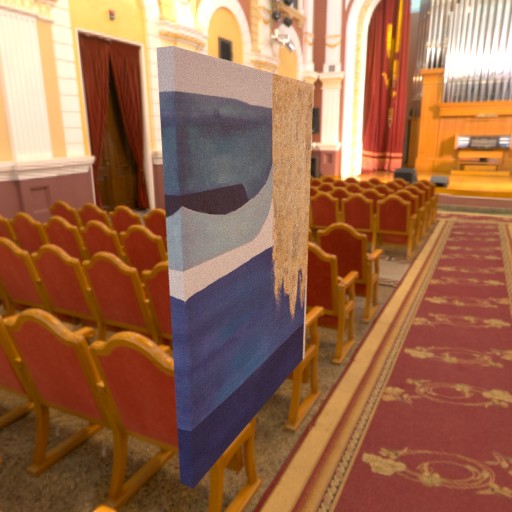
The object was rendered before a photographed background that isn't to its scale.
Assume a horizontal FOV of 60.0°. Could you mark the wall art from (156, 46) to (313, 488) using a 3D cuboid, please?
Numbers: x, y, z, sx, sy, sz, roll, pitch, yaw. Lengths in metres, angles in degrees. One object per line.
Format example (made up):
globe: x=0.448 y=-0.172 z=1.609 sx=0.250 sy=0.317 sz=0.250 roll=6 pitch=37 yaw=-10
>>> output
wall art: x=0.000 y=0.000 z=0.789 sx=0.026 sy=0.613 sz=0.458 roll=8 pitch=17 yaw=26
